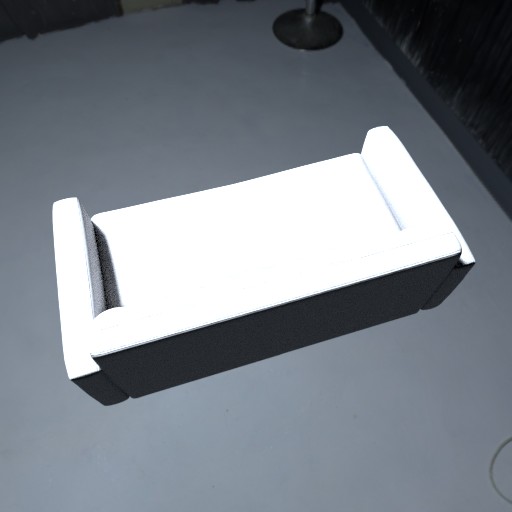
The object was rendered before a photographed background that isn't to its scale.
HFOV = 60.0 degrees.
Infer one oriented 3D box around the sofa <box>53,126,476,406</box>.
[{"bbox_3d":[0.000,0.000,2.353,1.895,0.814,0.969,-15,60,-9],"label":"sofa"}]
